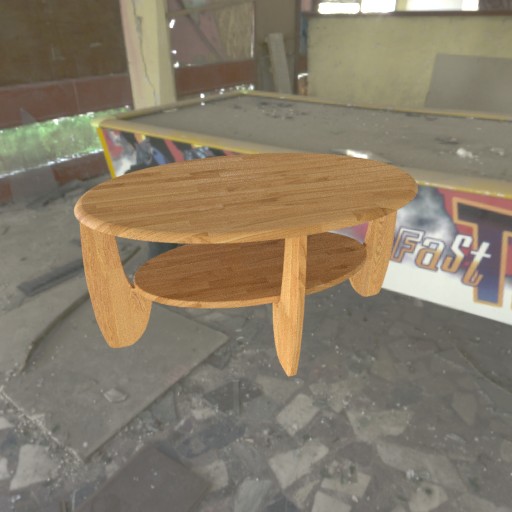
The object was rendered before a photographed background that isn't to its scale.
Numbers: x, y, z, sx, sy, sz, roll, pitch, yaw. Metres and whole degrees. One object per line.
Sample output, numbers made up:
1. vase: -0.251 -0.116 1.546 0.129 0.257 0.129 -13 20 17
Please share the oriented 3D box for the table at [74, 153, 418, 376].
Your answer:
1. table: 0.000 0.000 1.442 1.040 0.490 0.690 -9 29 -17
